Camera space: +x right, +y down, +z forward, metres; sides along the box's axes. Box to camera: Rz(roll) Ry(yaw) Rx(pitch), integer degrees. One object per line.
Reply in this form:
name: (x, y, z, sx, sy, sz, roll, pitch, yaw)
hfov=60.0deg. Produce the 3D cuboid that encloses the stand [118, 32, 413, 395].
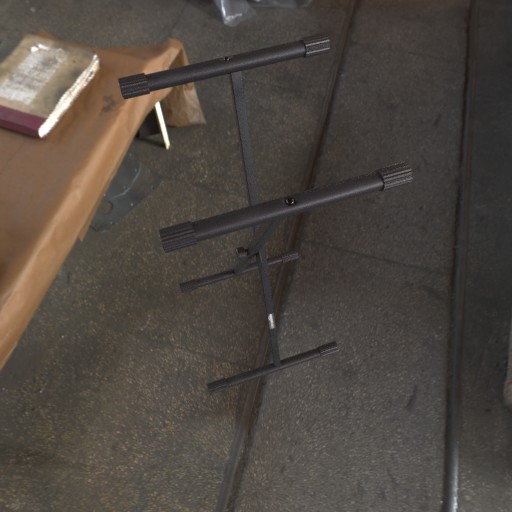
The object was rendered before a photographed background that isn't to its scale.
stand: (0.000, 0.000, 1.142, 0.449, 0.940, 0.409, -16, 63, -8)
